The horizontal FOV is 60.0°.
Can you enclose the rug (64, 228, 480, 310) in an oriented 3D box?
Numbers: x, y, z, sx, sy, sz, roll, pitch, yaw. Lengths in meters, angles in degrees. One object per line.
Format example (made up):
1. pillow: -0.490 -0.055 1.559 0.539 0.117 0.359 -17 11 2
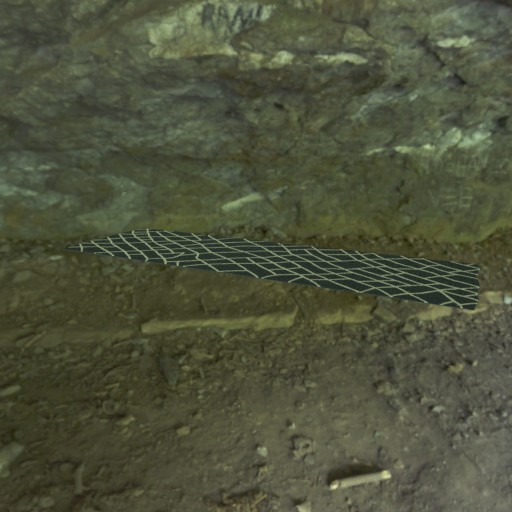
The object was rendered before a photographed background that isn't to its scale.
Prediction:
1. rug: 0.000 0.000 2.727 2.476 0.010 0.807 7 16 26
